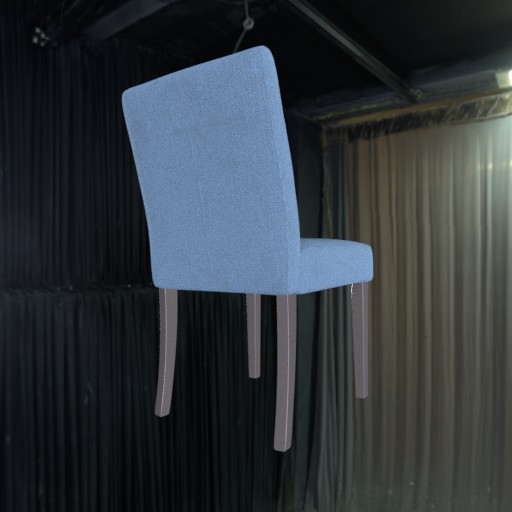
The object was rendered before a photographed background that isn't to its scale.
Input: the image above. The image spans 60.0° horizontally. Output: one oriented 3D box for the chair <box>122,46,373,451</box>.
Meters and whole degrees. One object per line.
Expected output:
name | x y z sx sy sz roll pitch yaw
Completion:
chair | 0.000 0.000 1.267 0.487 0.882 0.629 0 0 34
